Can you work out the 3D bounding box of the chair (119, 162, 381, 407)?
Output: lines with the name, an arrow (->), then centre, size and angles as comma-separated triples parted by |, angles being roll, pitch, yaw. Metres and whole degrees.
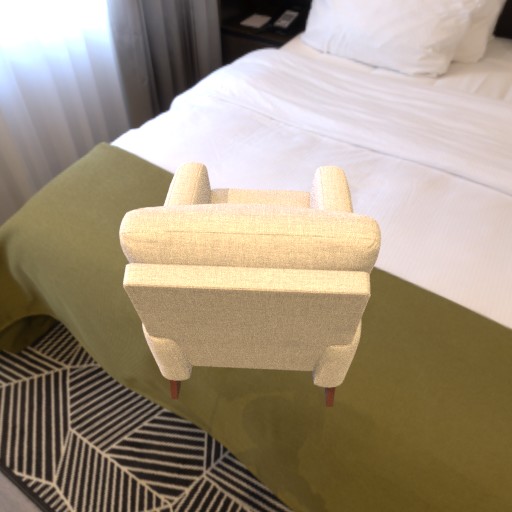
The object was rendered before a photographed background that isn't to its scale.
chair -> 0.000, 0.000, 1.677 | 0.762, 0.990, 0.990 | 2, 46, 2
